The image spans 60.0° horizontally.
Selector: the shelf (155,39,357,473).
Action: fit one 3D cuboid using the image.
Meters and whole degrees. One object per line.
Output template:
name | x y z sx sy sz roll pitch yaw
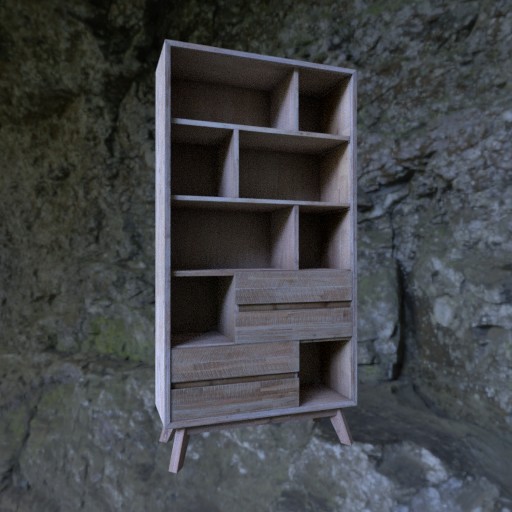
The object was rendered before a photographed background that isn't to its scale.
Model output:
shelf | 0.000 0.000 1.754 0.748 1.471 0.308 0 0 -19
